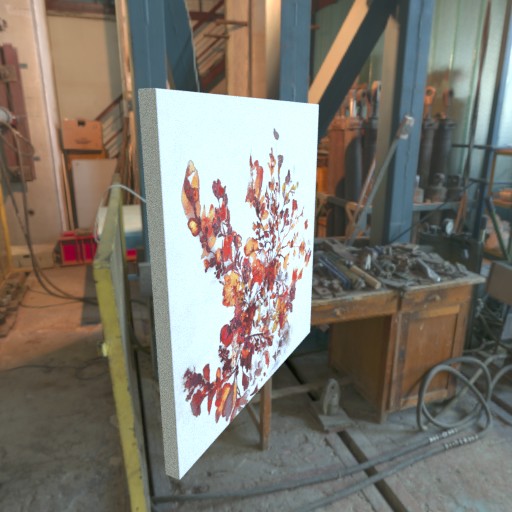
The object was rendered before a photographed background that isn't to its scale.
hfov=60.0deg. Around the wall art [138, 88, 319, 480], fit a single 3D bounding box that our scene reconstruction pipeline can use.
[{"bbox_3d":[0.000,0.000,1.132,0.037,0.757,0.757,8,19,26],"label":"wall art"}]
